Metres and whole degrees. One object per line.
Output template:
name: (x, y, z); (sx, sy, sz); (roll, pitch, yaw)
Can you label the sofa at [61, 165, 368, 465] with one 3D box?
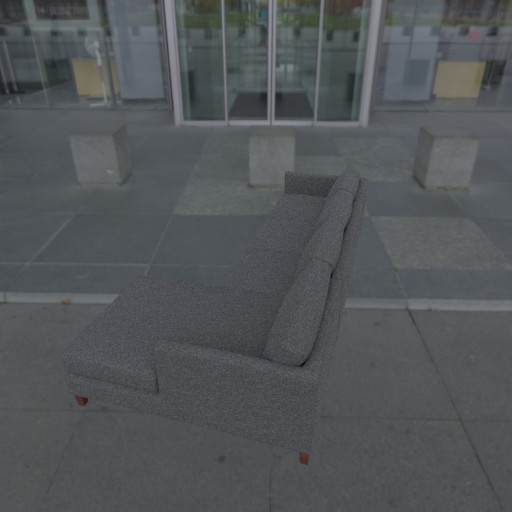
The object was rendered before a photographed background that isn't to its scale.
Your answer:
sofa: (0.000, 0.000, 3.860); (1.625, 0.846, 3.186); (8, 30, 15)
